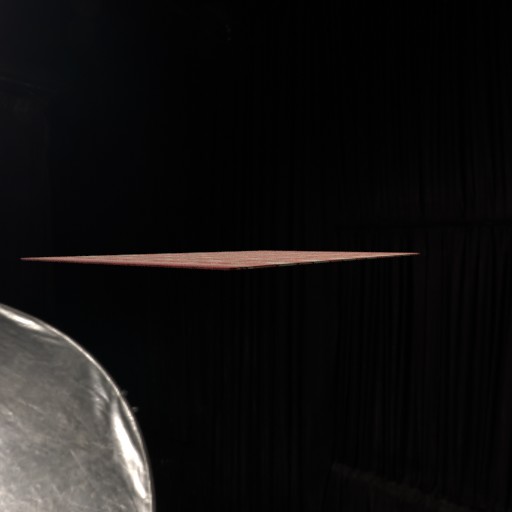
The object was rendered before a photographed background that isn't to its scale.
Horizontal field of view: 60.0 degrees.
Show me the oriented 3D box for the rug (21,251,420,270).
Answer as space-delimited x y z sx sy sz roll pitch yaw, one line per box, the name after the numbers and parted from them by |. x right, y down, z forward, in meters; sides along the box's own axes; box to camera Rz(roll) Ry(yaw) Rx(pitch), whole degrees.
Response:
0.000 0.000 3.038 1.535 0.010 2.431 1 2 36 | rug
